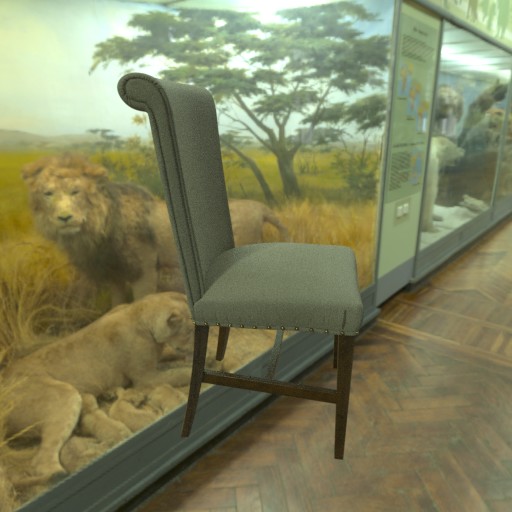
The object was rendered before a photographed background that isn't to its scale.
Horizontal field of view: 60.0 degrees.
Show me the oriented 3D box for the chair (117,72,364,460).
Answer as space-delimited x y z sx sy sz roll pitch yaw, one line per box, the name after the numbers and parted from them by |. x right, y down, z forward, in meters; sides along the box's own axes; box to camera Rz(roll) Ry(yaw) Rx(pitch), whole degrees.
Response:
0.000 0.000 1.328 0.608 0.988 0.513 3 18 9 | chair
